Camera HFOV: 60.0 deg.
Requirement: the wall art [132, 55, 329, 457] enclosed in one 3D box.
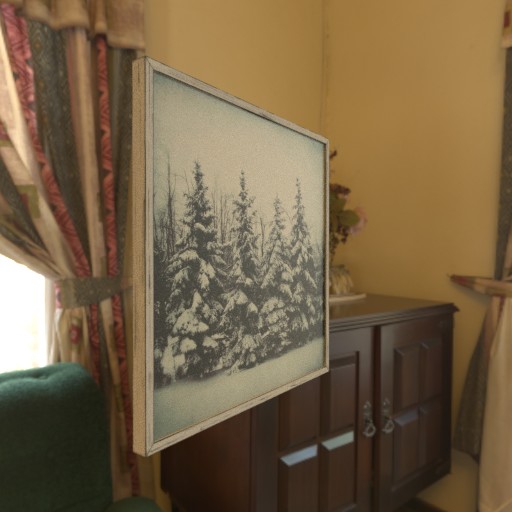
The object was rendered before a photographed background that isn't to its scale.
[{"bbox_3d":[0.000,0.000,1.156,0.037,0.761,0.761,0,0,36],"label":"wall art"}]
